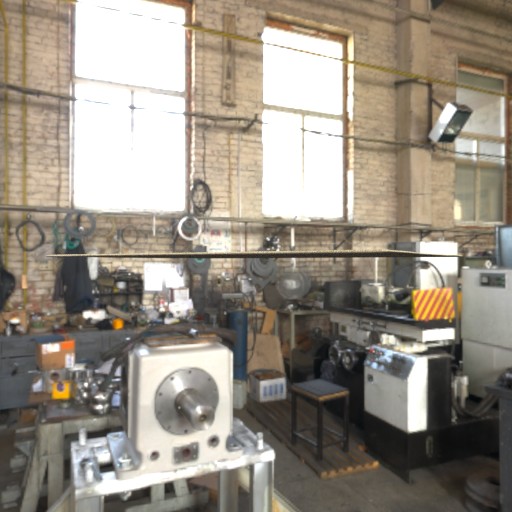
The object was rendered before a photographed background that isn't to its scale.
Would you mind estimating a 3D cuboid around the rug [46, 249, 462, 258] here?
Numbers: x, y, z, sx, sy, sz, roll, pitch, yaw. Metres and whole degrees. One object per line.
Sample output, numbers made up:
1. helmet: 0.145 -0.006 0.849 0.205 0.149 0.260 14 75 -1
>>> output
1. rug: 0.000 0.000 5.112 3.935 0.025 2.782 -1 -1 34
